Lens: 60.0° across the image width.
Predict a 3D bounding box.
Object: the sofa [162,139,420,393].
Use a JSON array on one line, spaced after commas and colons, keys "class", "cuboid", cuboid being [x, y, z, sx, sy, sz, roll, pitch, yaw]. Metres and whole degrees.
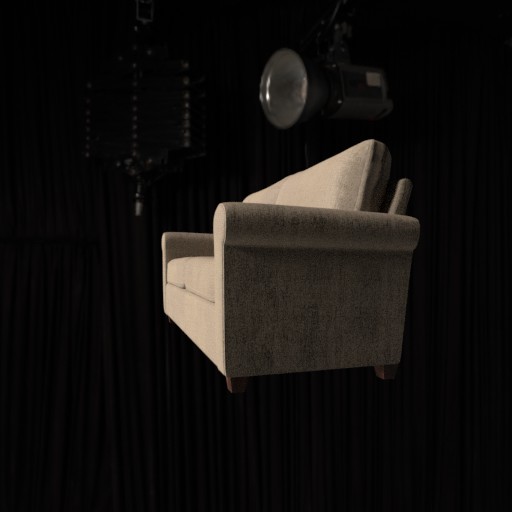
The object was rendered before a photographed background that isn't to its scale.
[{"class": "sofa", "cuboid": [0.000, 0.000, 2.467, 0.842, 0.942, 1.935, 0, 0, -18]}]
